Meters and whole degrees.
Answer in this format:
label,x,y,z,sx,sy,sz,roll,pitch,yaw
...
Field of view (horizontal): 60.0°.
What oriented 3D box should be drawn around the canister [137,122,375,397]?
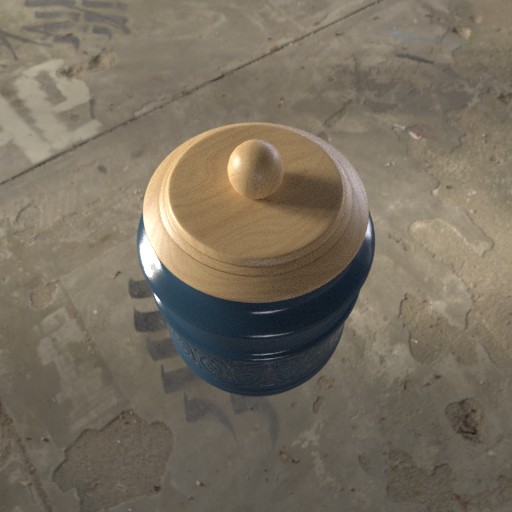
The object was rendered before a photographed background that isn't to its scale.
label,x,y,z,sx,sy,sz,roll,pitch,yaw
canister,0.000,0.000,0.268,0.130,0.176,0.130,0,58,0
